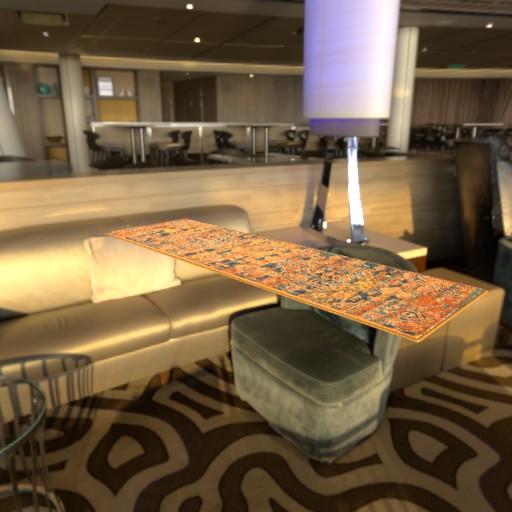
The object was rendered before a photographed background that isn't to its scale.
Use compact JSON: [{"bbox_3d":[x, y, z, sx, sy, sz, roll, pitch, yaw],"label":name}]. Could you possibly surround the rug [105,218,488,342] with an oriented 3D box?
[{"bbox_3d":[0.000,0.000,2.029,1.820,0.013,0.556,16,23,43],"label":"rug"}]
